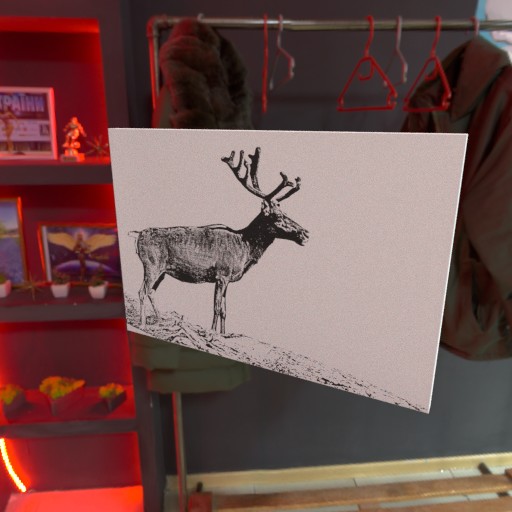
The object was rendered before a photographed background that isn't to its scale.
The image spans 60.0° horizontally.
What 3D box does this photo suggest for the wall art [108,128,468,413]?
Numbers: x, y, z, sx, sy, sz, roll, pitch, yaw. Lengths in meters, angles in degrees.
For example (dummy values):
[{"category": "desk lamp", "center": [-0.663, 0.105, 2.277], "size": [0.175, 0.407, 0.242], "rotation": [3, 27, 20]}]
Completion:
[{"category": "wall art", "center": [0.000, 0.000, 1.134], "size": [0.906, 0.617, 0.033], "rotation": [9, 20, 26]}]
